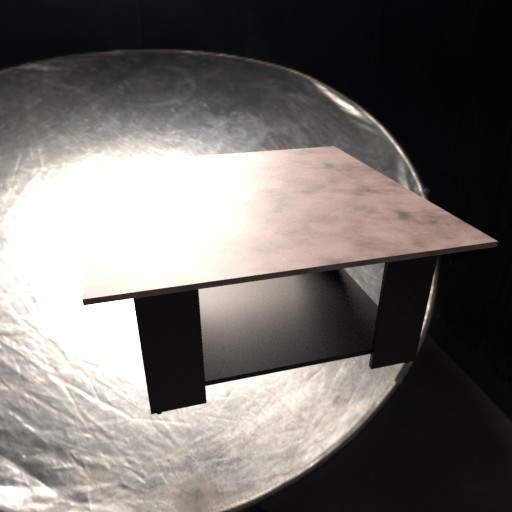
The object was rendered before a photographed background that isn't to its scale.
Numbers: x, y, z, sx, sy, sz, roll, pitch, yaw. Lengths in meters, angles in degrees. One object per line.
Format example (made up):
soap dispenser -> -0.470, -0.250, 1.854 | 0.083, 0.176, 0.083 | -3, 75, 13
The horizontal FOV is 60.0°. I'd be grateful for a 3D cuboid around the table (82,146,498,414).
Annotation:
table -> 0.000, 0.000, 1.031 | 0.670, 0.305, 0.670 | -7, 29, -14
